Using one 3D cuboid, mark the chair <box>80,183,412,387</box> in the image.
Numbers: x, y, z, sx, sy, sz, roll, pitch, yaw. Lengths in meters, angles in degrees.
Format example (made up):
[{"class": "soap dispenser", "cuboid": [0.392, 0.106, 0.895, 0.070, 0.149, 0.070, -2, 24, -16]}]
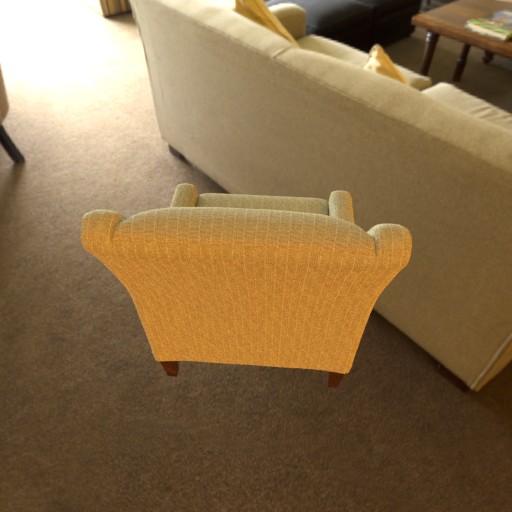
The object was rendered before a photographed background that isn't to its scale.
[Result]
[{"class": "chair", "cuboid": [0.000, 0.000, 1.621, 0.774, 1.014, 0.870, 3, 47, 3]}]
